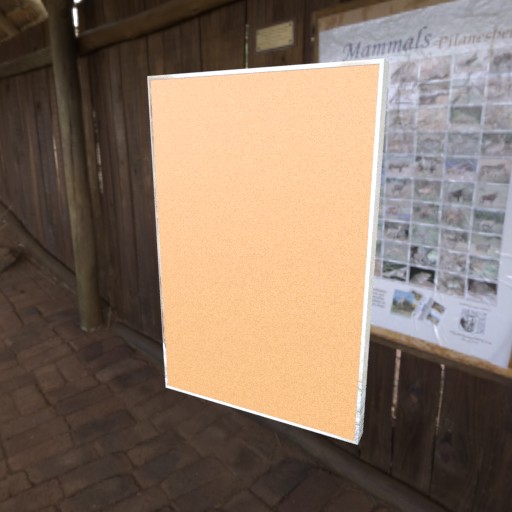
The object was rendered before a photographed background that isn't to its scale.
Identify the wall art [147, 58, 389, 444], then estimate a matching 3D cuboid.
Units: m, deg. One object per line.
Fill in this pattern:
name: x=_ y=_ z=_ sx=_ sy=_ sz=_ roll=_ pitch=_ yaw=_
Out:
wall art: x=0.000 y=0.000 z=0.777 sx=0.403 sy=0.607 sz=0.036 roll=7 pitch=17 yaw=25
